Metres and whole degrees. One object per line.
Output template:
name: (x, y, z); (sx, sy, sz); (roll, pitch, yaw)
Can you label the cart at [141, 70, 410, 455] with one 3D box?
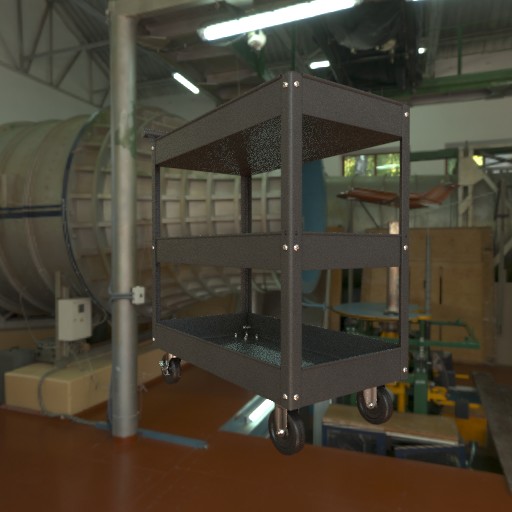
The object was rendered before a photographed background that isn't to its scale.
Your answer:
cart: (0.000, 0.000, 1.195); (0.366, 0.780, 0.719); (-1, 1, -35)
